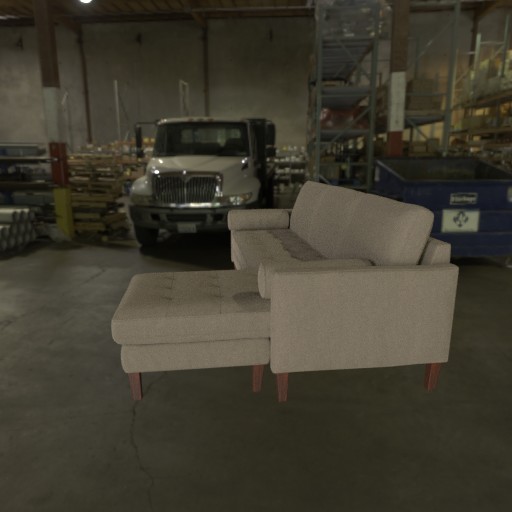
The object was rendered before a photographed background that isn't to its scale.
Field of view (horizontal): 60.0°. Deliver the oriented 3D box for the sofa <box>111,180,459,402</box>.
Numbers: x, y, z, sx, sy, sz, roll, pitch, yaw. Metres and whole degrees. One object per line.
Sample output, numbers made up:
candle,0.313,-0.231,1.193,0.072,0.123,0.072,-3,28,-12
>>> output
sofa,0.000,0.000,2.914,1.506,0.875,2.178,-2,13,-8
